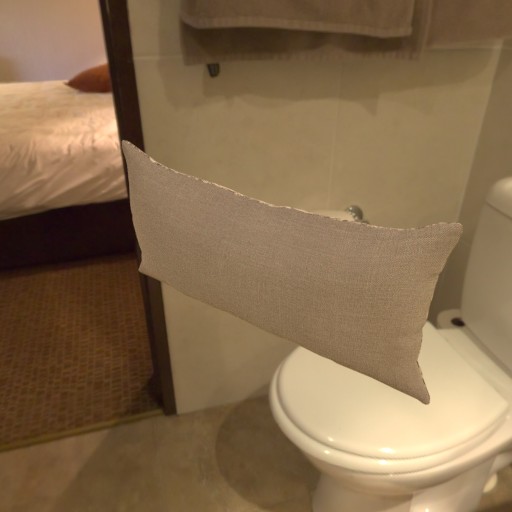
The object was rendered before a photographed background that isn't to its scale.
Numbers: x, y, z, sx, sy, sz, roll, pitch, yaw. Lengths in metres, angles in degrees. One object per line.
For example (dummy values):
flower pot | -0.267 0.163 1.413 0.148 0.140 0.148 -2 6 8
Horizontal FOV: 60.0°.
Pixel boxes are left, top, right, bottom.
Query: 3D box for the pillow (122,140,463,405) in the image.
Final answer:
pillow | 0.000 0.000 0.740 0.631 0.290 0.148 20 36 31
